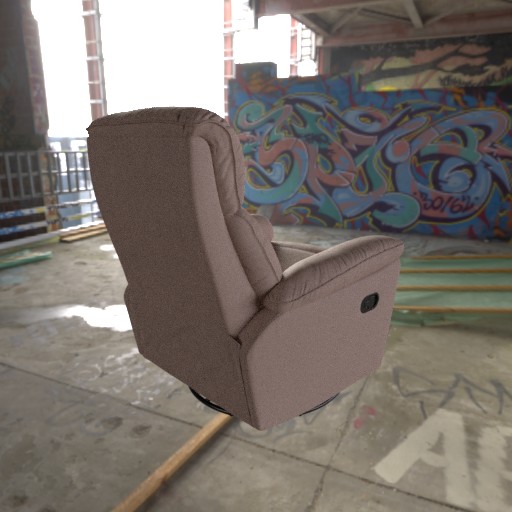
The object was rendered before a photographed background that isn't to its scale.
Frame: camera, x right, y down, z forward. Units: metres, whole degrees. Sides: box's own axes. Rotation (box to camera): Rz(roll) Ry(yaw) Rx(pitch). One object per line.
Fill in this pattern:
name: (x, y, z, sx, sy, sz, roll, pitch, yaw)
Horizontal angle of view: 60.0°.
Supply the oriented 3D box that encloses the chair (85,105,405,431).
chair: (0.000, 0.000, 1.681, 1.004, 1.037, 0.820, -14, 20, -43)
